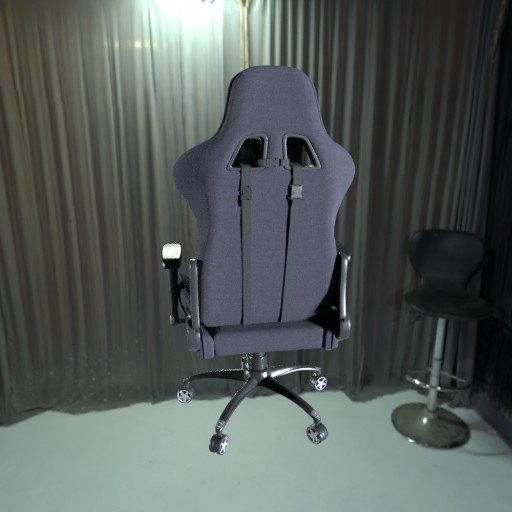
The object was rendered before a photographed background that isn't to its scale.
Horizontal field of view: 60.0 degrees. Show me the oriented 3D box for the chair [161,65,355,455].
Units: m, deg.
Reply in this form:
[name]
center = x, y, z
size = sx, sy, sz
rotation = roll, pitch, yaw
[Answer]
[chair]
center = 0.000, 0.000, 1.739
size = 0.730, 1.300, 0.695
rotation = -2, 15, -9
